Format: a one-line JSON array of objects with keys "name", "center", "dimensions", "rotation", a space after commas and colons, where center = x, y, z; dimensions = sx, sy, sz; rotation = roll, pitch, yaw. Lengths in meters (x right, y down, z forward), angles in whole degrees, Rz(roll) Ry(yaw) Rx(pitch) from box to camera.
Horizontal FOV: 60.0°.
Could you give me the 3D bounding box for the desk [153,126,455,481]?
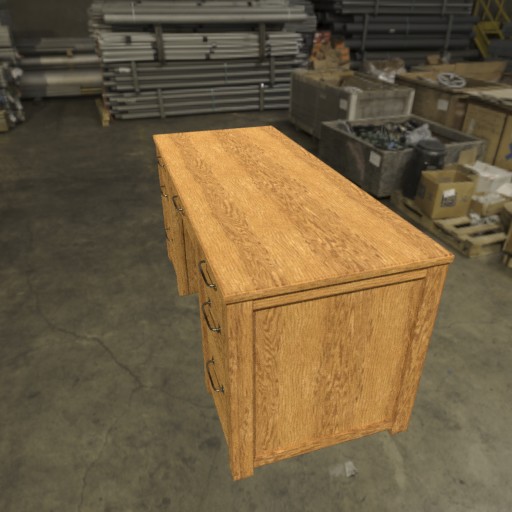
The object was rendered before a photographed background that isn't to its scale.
[{"name": "desk", "center": [0.000, 0.000, 1.998], "dimensions": [0.685, 0.751, 1.567], "rotation": [-9, 31, -15]}]
